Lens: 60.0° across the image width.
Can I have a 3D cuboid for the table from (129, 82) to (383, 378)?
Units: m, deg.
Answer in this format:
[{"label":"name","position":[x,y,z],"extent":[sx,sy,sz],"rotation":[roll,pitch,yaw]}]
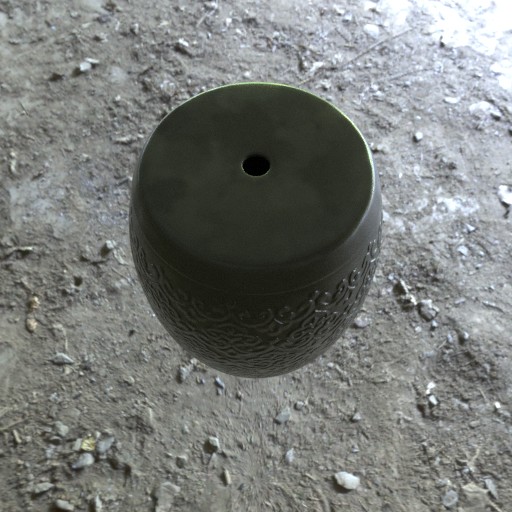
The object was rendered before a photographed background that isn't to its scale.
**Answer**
[{"label":"table","position":[0.000,0.000,0.607],"extent":[0.309,0.397,0.309],"rotation":[0,63,0]}]
